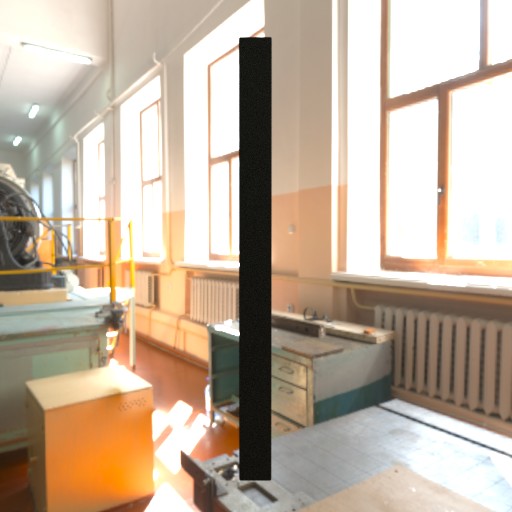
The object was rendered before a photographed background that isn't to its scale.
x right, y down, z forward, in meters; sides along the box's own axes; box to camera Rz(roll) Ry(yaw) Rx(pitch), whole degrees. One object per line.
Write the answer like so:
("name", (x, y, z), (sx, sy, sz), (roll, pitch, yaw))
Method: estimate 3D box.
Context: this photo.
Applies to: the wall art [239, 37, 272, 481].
("wall art", (0.000, 0.000, 0.759), (0.037, 0.508, 0.508), (0, 1, 0))
